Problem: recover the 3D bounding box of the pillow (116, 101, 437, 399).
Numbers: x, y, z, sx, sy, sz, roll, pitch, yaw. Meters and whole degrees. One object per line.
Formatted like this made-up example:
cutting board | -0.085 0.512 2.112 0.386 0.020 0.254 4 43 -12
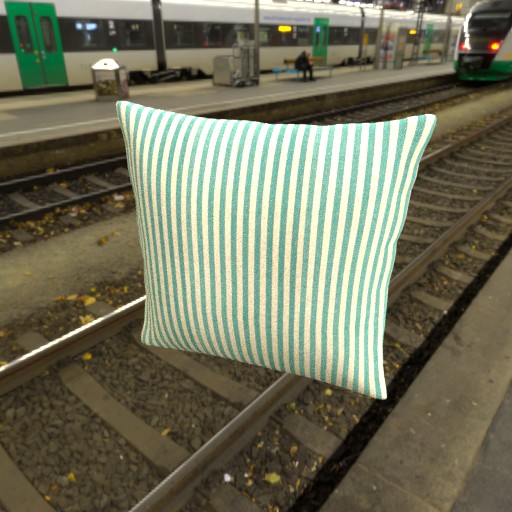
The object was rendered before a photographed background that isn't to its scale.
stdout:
pillow | 0.000 0.000 0.794 0.523 0.510 0.166 8 27 17
